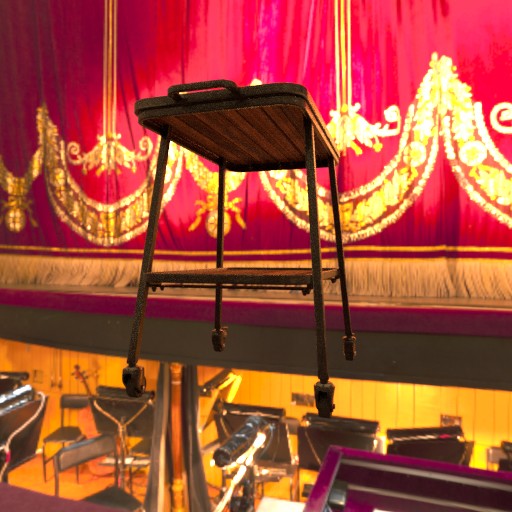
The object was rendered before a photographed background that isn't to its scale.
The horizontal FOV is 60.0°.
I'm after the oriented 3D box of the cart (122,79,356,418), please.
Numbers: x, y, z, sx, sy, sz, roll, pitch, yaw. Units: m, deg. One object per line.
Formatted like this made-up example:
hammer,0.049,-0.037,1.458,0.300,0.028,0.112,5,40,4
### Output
cart,0.000,0.000,1.268,0.515,0.700,0.806,0,0,17
